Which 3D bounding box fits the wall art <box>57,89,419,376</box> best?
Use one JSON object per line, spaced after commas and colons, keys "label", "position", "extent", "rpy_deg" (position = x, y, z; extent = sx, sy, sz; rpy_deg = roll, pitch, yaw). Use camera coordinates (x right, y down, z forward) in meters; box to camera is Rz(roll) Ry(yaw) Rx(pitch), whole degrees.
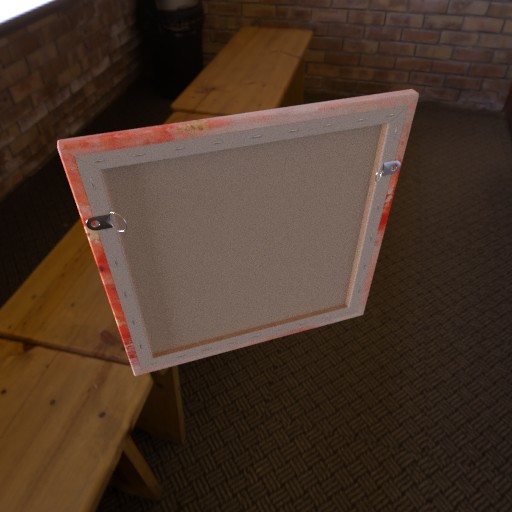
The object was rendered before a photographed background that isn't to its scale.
{"label": "wall art", "position": [0.000, 0.000, 1.327], "extent": [0.878, 0.878, 0.066], "rpy_deg": [-13, 44, -13]}
